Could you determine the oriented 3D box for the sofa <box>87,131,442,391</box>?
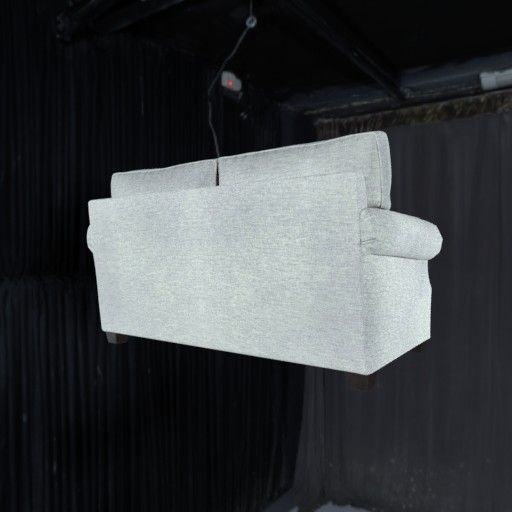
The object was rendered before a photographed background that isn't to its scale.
[{"bbox_3d":[0.000,0.000,2.323,1.701,0.966,0.966,0,1,35],"label":"sofa"}]
